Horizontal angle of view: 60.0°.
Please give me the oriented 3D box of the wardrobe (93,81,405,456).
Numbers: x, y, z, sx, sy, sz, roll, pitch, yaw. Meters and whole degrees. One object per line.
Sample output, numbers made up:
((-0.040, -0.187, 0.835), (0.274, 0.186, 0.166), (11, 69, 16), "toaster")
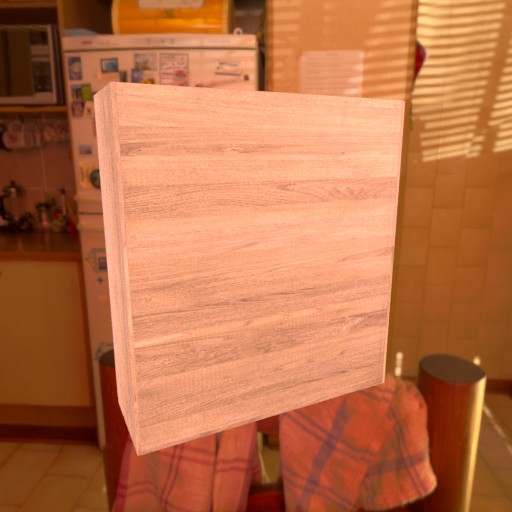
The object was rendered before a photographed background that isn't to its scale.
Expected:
((0.000, 0.000, 2.891), (1.780, 1.960, 0.629), (-7, 15, -26), "wardrobe")
